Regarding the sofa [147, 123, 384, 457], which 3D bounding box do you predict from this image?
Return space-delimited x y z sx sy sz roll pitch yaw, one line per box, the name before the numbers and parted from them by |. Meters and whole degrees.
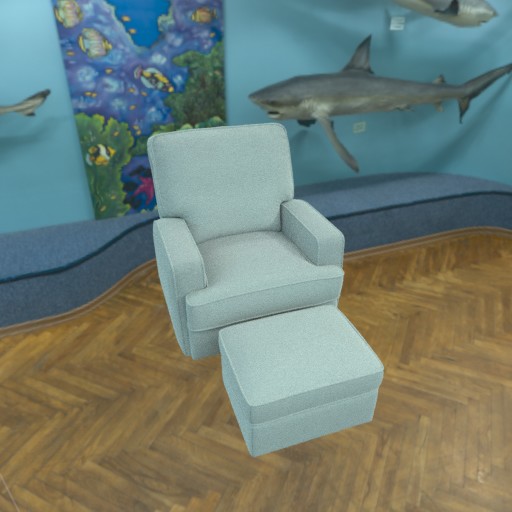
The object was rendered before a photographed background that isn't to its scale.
sofa | 0.000 0.000 2.117 0.861 0.959 1.472 -10 33 -16
